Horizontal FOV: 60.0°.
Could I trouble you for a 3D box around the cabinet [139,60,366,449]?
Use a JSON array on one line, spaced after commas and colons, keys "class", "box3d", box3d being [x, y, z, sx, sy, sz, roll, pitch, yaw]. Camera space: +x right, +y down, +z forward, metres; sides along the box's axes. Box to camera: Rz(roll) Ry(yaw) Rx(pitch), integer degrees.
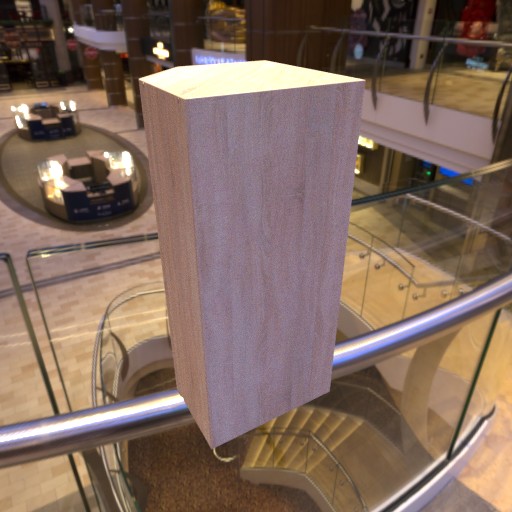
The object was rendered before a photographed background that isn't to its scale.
[{"class": "cabinet", "box3d": [0.000, 0.000, 2.789, 1.094, 2.120, 1.327, 7, 31, 13]}]
